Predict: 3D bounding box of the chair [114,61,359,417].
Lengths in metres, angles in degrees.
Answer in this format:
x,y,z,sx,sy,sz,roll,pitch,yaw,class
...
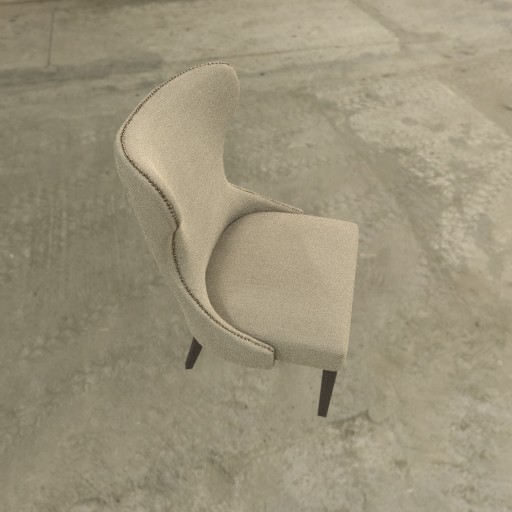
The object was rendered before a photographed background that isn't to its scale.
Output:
x,y,z,sx,sy,sz,roll,pitch,yaw,class
0.000,0.000,1.396,0.635,0.967,0.628,9,48,9,chair
